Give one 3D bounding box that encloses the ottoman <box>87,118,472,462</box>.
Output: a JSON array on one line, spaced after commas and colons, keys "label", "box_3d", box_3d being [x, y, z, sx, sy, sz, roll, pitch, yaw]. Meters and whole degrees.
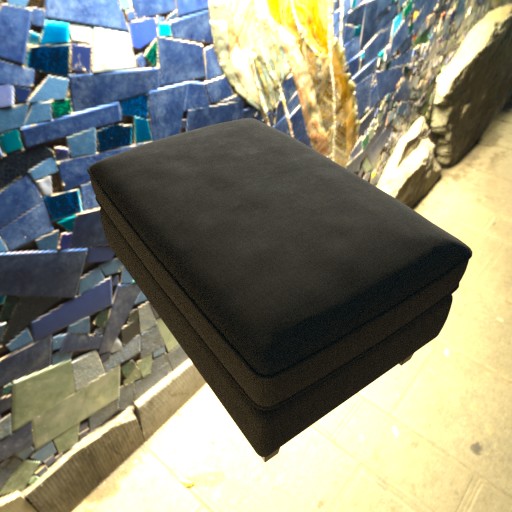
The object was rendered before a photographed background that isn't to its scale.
[{"label": "ottoman", "box_3d": [0.000, 0.000, 1.299, 0.636, 0.480, 0.941, -25, 46, -26]}]
